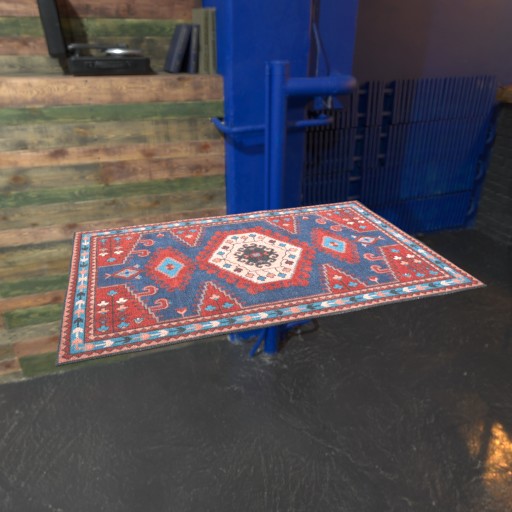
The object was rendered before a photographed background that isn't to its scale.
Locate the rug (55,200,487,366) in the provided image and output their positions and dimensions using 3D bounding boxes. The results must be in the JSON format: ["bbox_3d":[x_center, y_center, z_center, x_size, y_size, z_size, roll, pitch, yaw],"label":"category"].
[{"bbox_3d":[0.000,0.000,2.271,1.820,0.012,1.207,-8,28,-15],"label":"rug"}]
